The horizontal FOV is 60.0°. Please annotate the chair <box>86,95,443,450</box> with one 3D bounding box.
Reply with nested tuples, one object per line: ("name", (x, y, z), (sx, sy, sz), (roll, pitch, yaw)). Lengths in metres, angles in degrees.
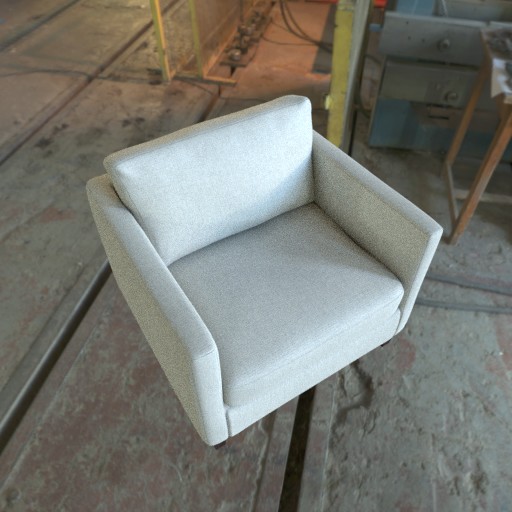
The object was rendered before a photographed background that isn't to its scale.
("chair", (0.000, 0.000, 1.777), (0.996, 0.919, 0.959), (-25, 51, -21))
